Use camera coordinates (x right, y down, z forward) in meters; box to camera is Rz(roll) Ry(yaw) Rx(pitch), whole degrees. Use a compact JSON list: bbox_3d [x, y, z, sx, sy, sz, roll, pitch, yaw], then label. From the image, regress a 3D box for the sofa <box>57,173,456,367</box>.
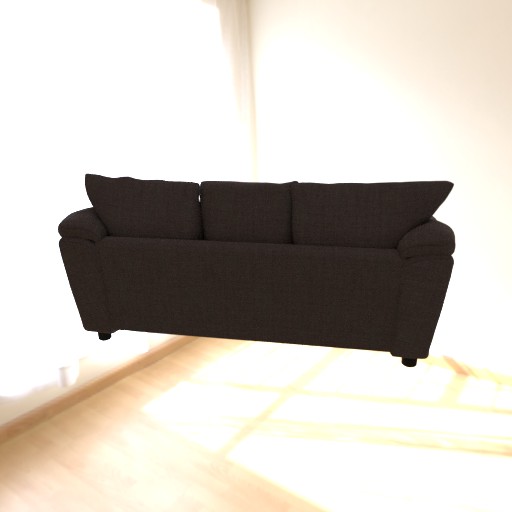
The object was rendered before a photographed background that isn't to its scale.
[{"bbox_3d":[0.000,0.000,2.892,2.336,1.080,0.883,3,16,10],"label":"sofa"}]
